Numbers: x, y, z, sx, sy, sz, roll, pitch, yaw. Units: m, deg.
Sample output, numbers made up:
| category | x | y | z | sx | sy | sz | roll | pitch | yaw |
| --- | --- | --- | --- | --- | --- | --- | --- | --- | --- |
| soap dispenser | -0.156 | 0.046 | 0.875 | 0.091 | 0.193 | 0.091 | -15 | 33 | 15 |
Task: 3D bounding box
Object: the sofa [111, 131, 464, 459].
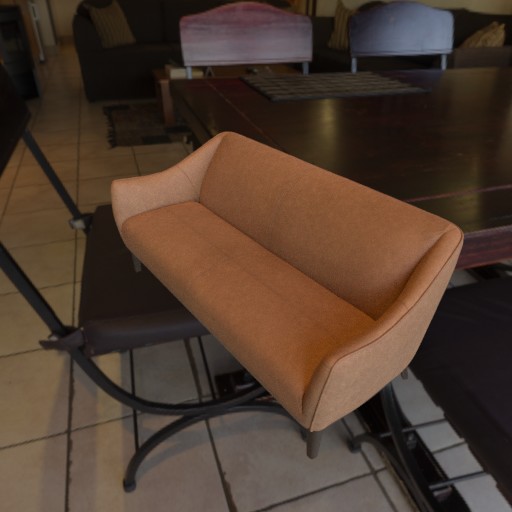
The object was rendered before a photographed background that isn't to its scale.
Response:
| category | x | y | z | sx | sy | sz | roll | pitch | yaw |
| --- | --- | --- | --- | --- | --- | --- | --- | --- | --- |
| sofa | 0.000 | 0.000 | 2.383 | 0.869 | 0.830 | 1.928 | -22 | 38 | -31 |
